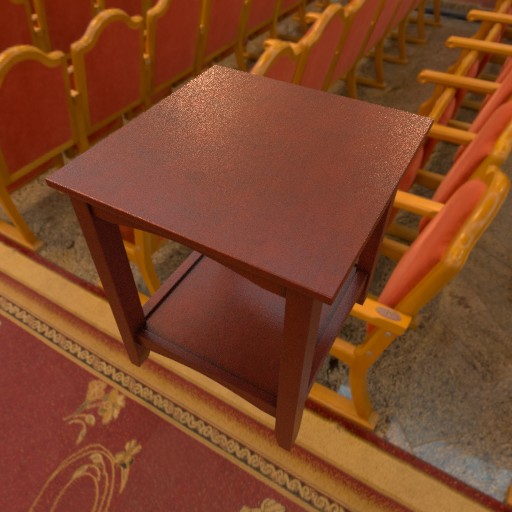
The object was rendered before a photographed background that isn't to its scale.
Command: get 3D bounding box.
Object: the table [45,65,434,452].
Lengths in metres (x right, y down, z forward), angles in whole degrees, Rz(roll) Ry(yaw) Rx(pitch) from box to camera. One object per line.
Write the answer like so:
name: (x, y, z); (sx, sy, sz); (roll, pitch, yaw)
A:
table: (0.000, 0.000, 0.981); (0.522, 0.558, 0.523); (24, 51, 22)
